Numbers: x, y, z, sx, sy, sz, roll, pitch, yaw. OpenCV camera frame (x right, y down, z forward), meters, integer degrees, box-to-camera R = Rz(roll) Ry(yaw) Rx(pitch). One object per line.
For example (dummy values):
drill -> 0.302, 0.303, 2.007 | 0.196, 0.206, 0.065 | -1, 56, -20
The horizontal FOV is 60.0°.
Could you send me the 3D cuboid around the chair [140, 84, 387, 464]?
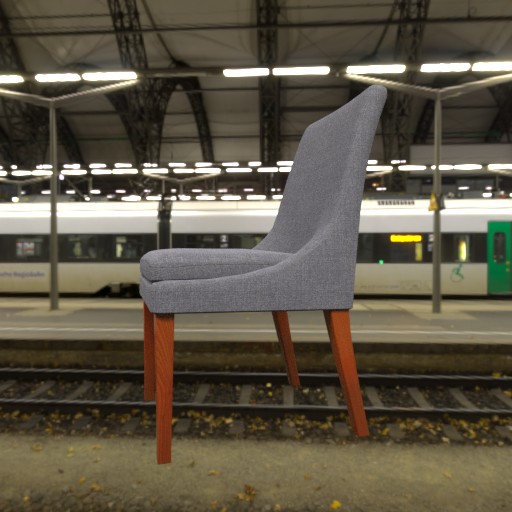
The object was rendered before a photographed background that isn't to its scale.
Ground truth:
chair -> 0.000, 0.000, 1.334 | 0.655, 0.952, 0.508 | 0, 1, -18
